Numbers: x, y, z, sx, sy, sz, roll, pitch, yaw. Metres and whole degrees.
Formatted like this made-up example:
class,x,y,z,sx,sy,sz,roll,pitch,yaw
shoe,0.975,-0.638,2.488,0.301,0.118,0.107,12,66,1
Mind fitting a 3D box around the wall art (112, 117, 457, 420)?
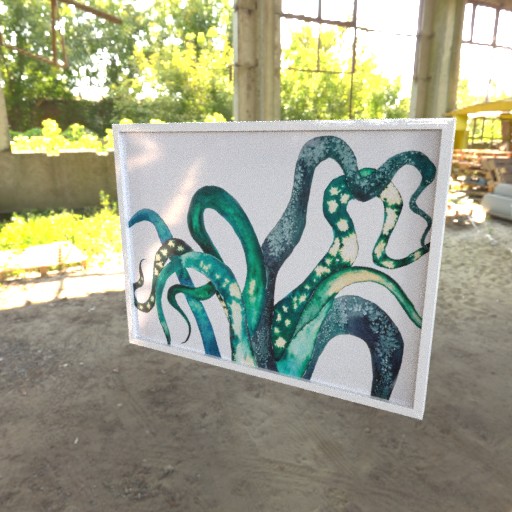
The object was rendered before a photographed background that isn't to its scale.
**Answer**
class,x,y,z,sx,sy,sz,roll,pitch,yaw
wall art,0.000,0.000,1.357,1.041,0.787,0.053,7,17,26
